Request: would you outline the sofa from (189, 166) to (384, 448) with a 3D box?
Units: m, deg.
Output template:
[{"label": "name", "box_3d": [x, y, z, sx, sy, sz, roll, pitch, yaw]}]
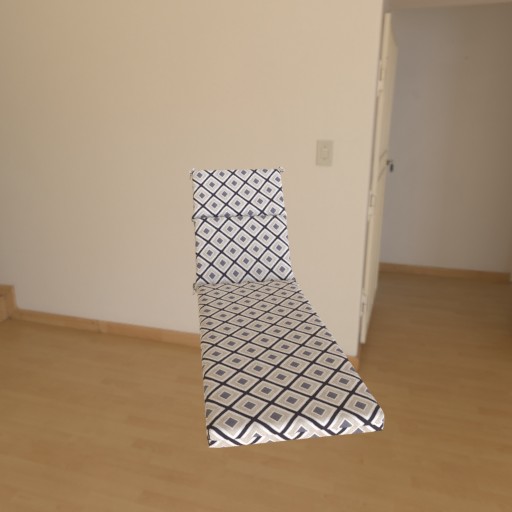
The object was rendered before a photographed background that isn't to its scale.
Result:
[{"label": "sofa", "box_3d": [0.000, 0.000, 1.957, 0.582, 0.622, 1.663, -3, 17, -8]}]
